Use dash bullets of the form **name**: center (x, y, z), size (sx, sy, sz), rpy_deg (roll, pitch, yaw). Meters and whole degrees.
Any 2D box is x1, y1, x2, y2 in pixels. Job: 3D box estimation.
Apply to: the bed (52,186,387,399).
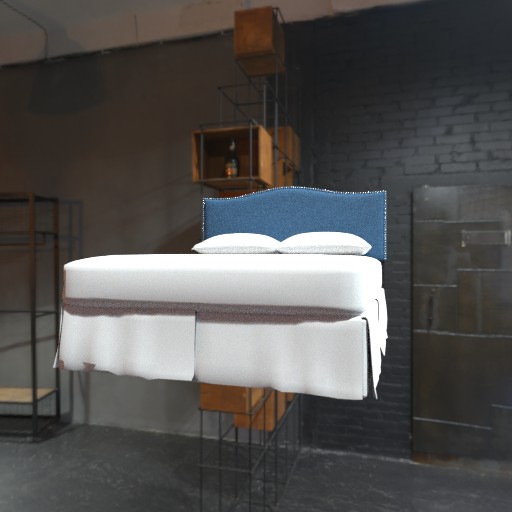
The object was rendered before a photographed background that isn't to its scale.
- **bed**: center (0.000, 0.000, 2.877), size (1.610, 1.169, 1.872), rpy_deg (0, 0, 18)
